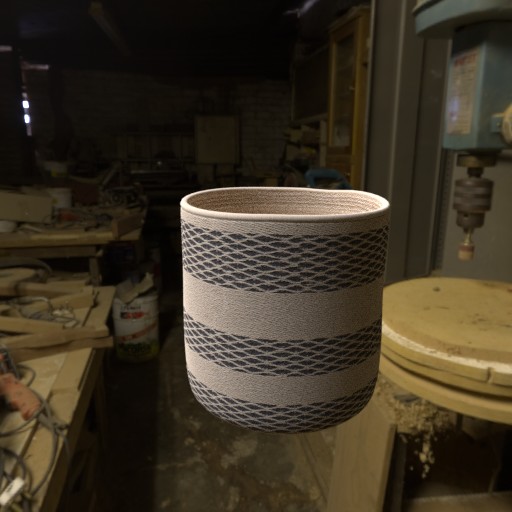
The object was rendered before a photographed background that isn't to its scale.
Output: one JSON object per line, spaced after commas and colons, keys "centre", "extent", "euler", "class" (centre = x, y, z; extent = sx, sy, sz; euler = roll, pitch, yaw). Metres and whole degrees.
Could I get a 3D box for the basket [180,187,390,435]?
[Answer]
{"centre": [0.000, 0.000, 1.065], "extent": [0.351, 0.356, 0.917], "euler": [-2, 15, -9], "class": "basket"}
